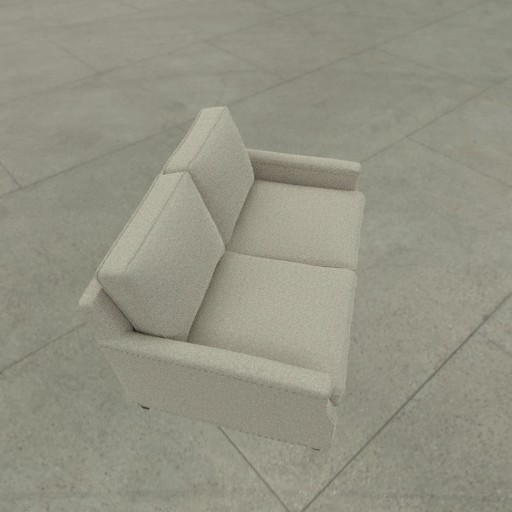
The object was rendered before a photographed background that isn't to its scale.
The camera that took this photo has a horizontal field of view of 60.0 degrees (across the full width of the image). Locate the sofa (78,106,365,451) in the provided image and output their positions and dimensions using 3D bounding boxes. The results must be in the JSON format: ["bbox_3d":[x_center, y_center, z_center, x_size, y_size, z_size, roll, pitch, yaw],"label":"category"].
[{"bbox_3d":[0.000,0.000,2.368,1.084,1.003,1.597,10,47,9],"label":"sofa"}]
